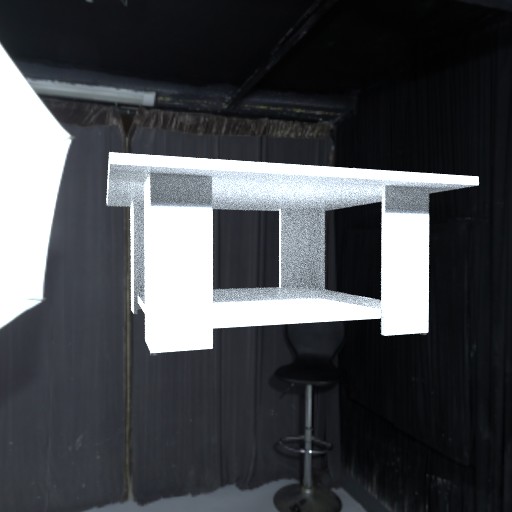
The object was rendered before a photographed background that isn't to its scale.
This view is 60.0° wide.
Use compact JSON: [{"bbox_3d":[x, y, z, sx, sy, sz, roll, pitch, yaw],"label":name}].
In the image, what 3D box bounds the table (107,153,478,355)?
[{"bbox_3d":[0.000,0.000,1.059,0.670,0.305,0.670,0,1,-19],"label":"table"}]
